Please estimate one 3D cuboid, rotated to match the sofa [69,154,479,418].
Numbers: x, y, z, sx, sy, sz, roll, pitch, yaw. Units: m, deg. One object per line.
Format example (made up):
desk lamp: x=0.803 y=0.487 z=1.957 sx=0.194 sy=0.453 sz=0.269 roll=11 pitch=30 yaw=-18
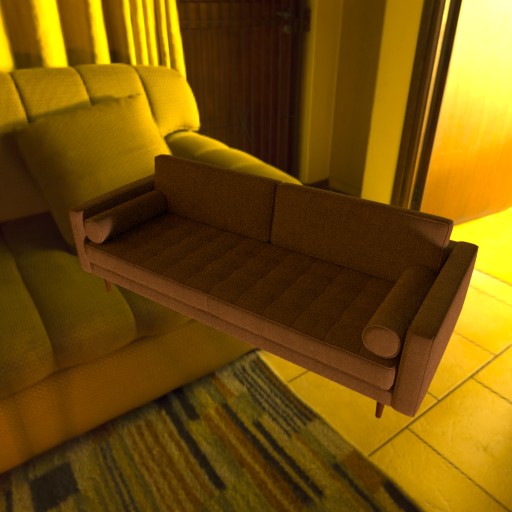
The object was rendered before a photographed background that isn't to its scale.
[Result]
sofa: x=0.000 y=0.000 z=2.576 sx=2.200 sy=0.770 sz=0.919 roll=18 pitch=35 yaw=29
